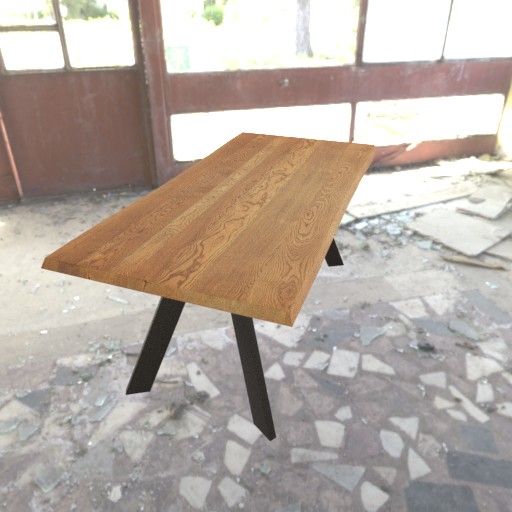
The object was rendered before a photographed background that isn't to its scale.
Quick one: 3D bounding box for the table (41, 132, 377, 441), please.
[{"bbox_3d":[0.000,0.000,2.281,0.900,0.770,1.800,11,32,18],"label":"table"}]
